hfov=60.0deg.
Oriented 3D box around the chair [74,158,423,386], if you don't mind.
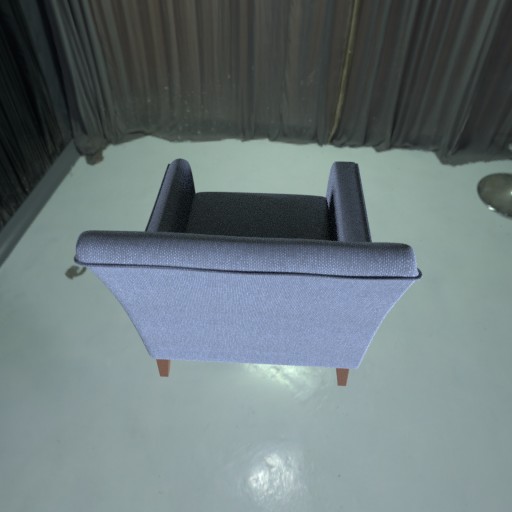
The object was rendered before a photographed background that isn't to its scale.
[{"bbox_3d":[0.000,0.000,1.576,0.780,0.919,0.899,2,47,2],"label":"chair"}]
